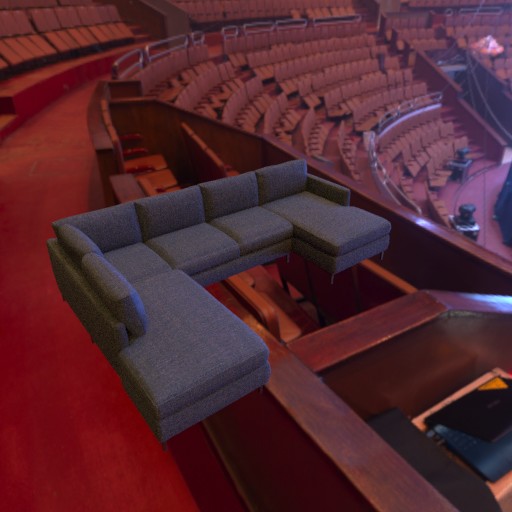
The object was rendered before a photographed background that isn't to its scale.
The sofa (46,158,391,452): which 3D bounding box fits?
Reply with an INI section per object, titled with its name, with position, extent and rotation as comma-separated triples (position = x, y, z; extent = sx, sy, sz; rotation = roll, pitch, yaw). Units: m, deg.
[sofa]
position = 0.000, 0.000, 3.581
extent = 2.737, 0.753, 1.879
rotation = -21, 36, -32
